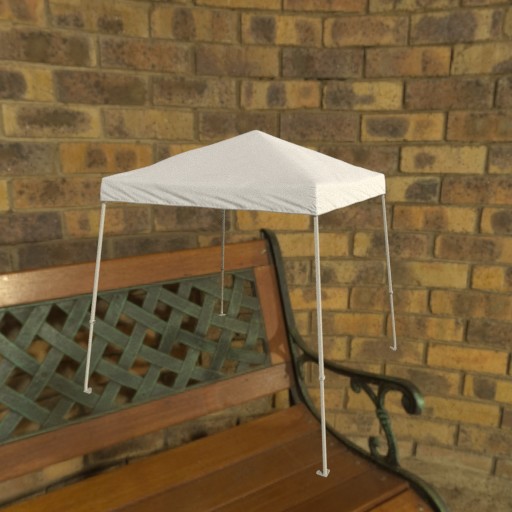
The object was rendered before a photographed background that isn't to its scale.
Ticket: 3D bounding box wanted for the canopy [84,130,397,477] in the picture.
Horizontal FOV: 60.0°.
[{"bbox_3d":[0.000,0.000,6.575,3.600,3.600,3.599,7,14,28],"label":"canopy"}]
